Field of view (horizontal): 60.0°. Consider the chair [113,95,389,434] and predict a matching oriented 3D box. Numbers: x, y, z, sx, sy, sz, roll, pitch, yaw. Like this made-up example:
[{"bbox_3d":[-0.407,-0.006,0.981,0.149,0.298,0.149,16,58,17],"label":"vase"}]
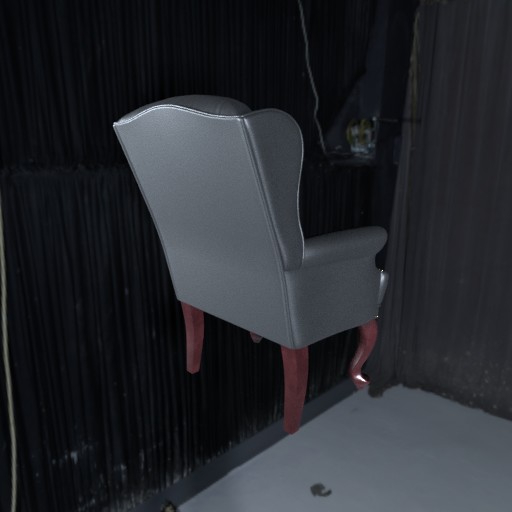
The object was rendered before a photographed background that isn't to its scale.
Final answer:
[{"bbox_3d":[0.000,0.000,1.679,0.762,1.111,0.838,-14,20,-42],"label":"chair"}]
